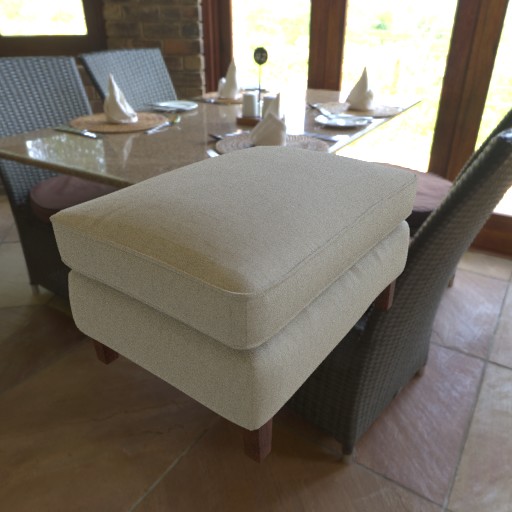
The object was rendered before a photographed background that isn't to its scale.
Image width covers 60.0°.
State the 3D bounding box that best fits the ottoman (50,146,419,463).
[{"bbox_3d":[0.000,0.000,0.968,0.501,0.406,0.665,19,33,32],"label":"ottoman"}]
